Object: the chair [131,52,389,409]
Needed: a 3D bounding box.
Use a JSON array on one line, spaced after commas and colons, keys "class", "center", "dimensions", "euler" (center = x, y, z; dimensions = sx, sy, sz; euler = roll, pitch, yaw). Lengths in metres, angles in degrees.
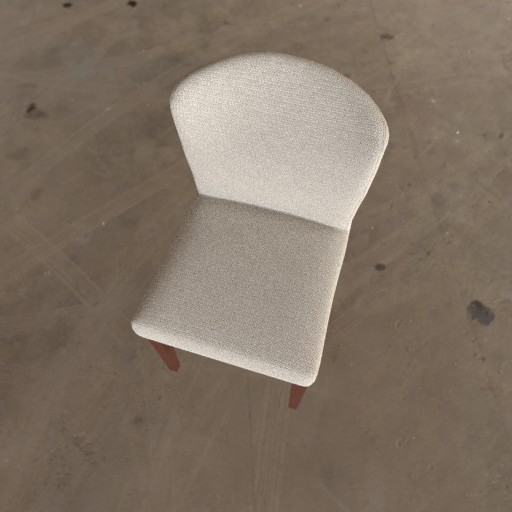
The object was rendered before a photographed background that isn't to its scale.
[{"class": "chair", "center": [0.000, 0.000, 1.206], "dimensions": [0.491, 0.839, 0.589], "euler": [15, 61, 9]}]
